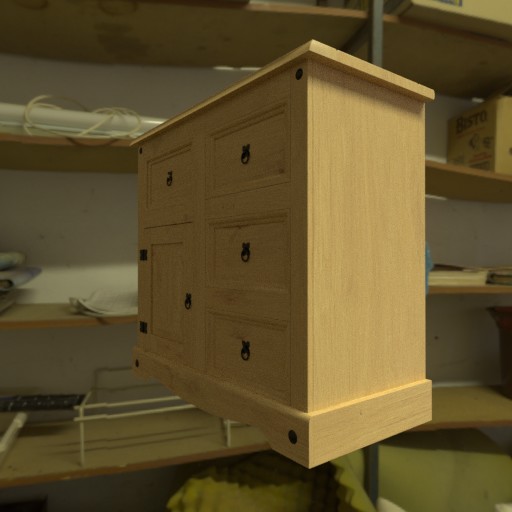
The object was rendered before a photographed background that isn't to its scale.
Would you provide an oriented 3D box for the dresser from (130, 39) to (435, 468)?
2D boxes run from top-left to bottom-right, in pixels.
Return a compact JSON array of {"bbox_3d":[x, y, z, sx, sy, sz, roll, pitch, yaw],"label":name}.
[{"bbox_3d":[0.000,0.000,1.349,0.440,0.835,0.915,0,-1,-37],"label":"dresser"}]
